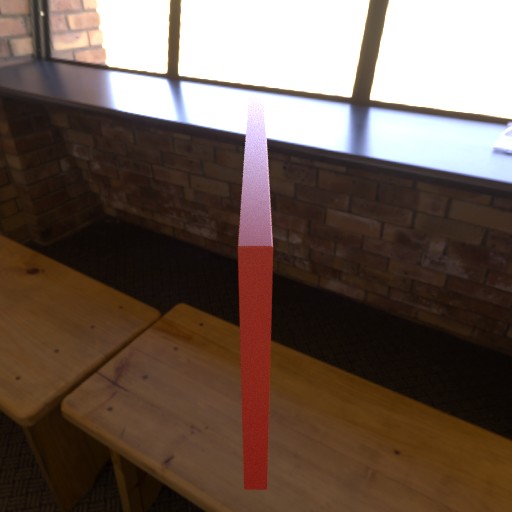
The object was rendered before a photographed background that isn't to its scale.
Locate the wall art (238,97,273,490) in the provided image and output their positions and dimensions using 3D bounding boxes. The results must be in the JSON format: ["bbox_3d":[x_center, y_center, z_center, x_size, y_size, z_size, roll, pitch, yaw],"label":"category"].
[{"bbox_3d":[0.000,0.000,0.779,0.033,0.405,0.607,0,32,0],"label":"wall art"}]
